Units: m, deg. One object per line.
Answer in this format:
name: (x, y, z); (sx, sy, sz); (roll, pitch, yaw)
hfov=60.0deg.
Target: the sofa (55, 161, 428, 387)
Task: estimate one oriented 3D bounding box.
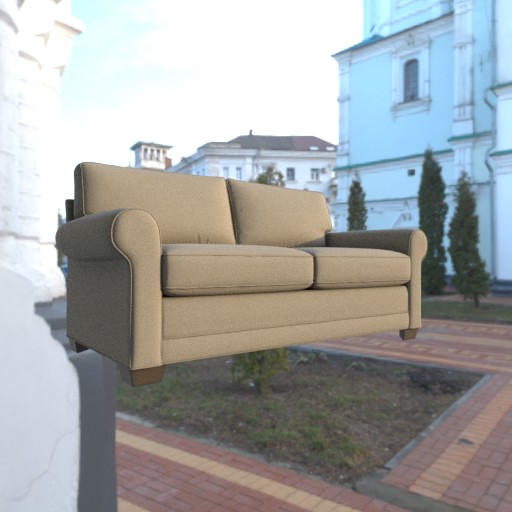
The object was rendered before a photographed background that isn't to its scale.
sofa: (0.000, 0.000, 2.404); (1.930, 0.952, 0.940); (1, -1, -36)
